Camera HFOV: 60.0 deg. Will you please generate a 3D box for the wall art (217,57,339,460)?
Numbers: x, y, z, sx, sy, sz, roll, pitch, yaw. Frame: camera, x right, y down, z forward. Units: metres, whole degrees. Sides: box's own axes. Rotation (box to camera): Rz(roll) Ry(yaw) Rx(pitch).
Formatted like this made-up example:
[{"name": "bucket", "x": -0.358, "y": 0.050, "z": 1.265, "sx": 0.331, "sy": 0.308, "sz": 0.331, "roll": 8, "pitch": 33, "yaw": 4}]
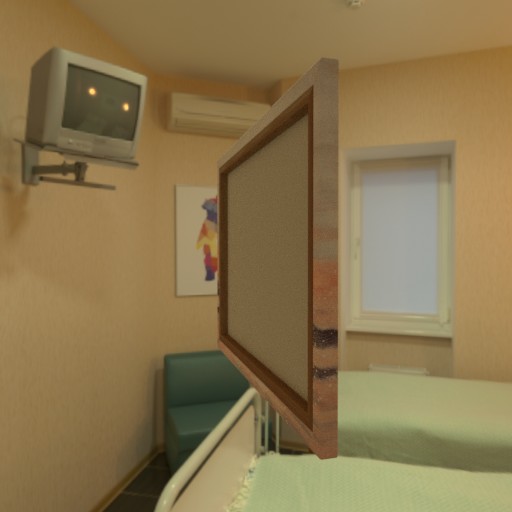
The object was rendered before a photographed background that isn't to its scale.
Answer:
[{"name": "wall art", "x": 0.000, "y": 0.000, "z": 1.328, "sx": 0.038, "sy": 0.763, "sz": 1.015, "roll": 0, "pitch": 1, "yaw": -16}]
